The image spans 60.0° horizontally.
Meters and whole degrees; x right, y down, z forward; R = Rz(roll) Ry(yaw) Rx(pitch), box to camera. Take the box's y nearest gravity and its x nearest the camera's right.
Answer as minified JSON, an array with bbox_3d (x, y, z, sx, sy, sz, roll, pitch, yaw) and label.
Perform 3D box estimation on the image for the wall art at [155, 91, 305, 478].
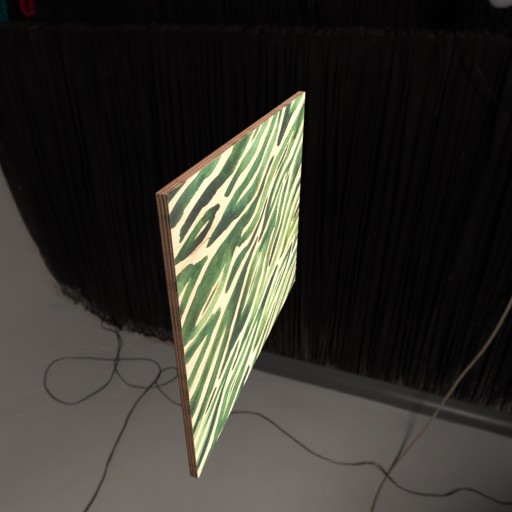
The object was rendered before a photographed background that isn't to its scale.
[{"bbox_3d":[0.000,0.000,0.699,0.012,0.408,0.508,10,32,16],"label":"wall art"}]
